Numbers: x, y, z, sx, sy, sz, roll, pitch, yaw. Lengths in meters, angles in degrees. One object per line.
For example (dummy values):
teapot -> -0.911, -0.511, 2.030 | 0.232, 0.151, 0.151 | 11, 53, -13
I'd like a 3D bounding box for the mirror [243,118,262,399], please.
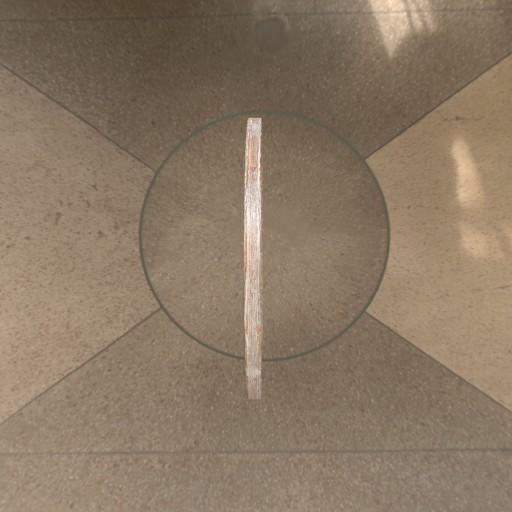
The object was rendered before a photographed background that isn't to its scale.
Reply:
mirror -> 0.000, 0.000, 1.215 | 0.032, 0.920, 0.660 | 0, 92, 1
